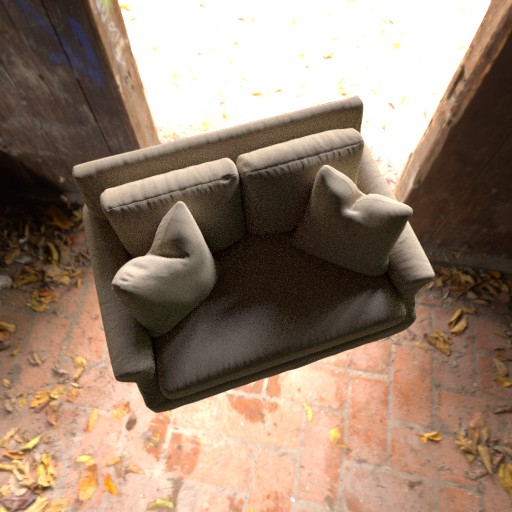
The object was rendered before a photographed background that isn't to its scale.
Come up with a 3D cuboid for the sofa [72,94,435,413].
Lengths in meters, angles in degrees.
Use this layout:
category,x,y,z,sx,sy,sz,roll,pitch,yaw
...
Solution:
category,x,y,z,sx,sy,sz,roll,pitch,yaw
sofa,0.000,0.000,2.217,1.550,0.905,1.070,-17,66,-8
